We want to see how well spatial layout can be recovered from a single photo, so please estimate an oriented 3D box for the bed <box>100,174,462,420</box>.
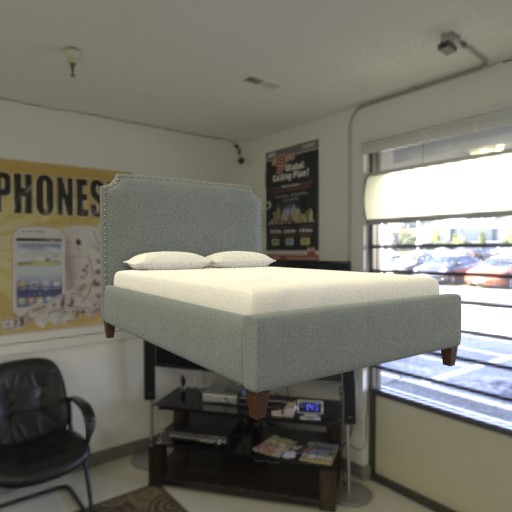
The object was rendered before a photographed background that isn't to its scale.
[{"bbox_3d":[0.000,0.000,3.414,1.712,1.443,2.372,-1,1,-35],"label":"bed"}]
